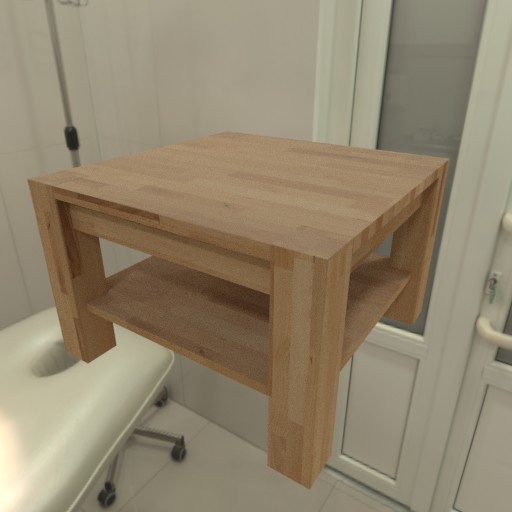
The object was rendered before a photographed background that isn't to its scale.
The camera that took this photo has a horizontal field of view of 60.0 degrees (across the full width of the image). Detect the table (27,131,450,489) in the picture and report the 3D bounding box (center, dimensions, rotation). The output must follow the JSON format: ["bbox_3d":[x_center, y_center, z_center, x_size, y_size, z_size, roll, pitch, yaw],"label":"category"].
[{"bbox_3d":[0.000,0.000,1.121,0.700,0.451,0.700,16,30,30],"label":"table"}]
